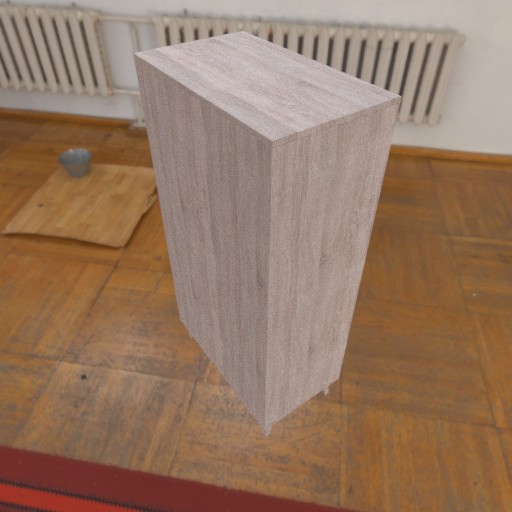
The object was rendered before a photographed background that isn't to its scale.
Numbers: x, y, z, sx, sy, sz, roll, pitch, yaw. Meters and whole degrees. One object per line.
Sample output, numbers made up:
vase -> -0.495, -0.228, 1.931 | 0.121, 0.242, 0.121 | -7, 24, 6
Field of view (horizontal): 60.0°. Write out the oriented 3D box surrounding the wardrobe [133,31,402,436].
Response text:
wardrobe -> 0.000, 0.000, 2.413 | 0.600, 1.960, 1.000 | -26, 48, -26
